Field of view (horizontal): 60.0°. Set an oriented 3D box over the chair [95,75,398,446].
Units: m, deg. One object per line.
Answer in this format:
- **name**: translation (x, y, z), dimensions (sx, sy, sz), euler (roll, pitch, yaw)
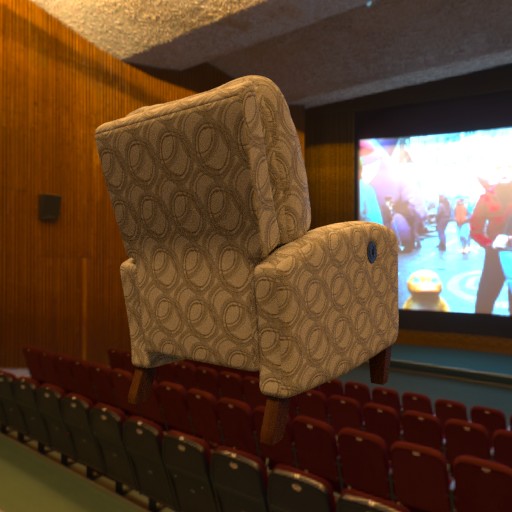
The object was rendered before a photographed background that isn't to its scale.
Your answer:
- **chair**: translation (0.000, 0.000, 1.713), dimensions (0.796, 1.065, 0.995), euler (0, 0, 36)
